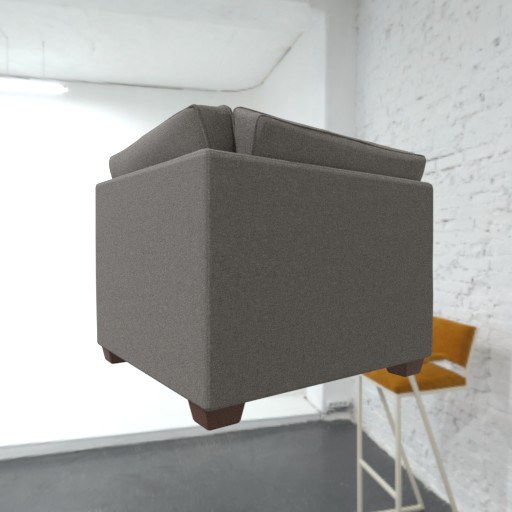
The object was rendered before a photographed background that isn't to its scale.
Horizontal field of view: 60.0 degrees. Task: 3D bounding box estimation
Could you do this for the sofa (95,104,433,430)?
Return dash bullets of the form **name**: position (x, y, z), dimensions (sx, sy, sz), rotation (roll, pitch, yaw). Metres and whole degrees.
- **sofa**: position (0.000, 0.000, 1.864), dimensions (1.050, 0.951, 1.042), rotation (-1, 1, -35)
